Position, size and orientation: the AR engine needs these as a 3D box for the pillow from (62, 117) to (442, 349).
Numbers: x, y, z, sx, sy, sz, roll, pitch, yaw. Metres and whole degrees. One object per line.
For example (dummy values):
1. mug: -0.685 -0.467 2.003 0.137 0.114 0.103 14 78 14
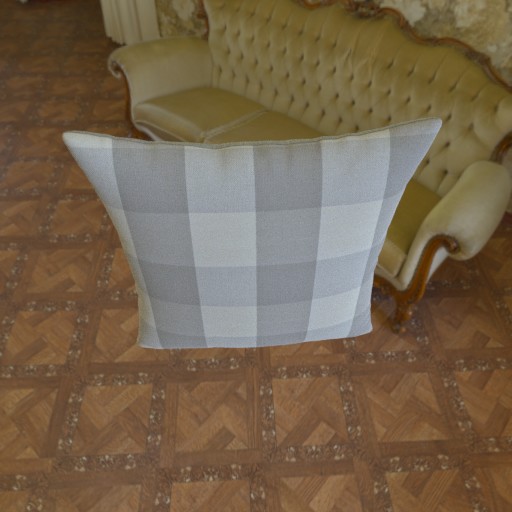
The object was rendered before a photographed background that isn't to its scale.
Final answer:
1. pillow: 0.000 0.000 0.776 0.511 0.509 0.161 -3 47 -3
